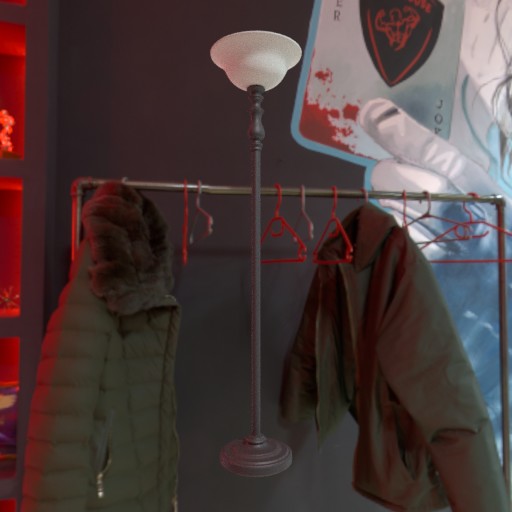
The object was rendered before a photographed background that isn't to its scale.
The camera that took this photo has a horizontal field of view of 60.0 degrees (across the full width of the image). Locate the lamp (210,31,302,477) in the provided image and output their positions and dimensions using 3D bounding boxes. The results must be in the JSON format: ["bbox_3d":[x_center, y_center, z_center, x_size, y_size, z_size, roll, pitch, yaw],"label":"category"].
[{"bbox_3d":[0.000,0.000,1.956,0.405,1.797,0.405,0,-2,17],"label":"lamp"}]
